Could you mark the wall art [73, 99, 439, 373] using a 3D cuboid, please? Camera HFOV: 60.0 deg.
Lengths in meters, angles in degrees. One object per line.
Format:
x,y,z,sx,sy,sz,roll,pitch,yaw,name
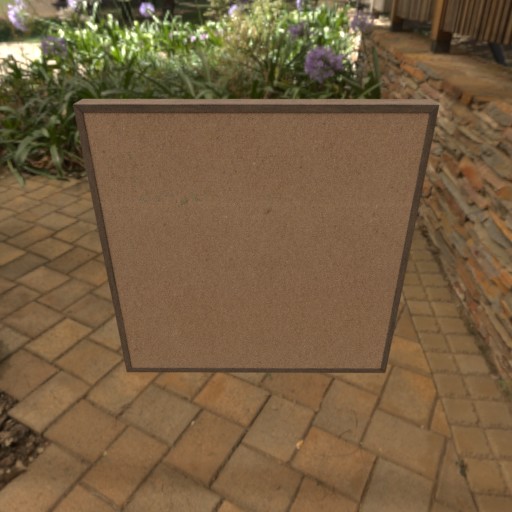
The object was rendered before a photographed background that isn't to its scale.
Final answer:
0.000,0.000,0.759,0.508,0.508,0.038,0,30,0,wall art
